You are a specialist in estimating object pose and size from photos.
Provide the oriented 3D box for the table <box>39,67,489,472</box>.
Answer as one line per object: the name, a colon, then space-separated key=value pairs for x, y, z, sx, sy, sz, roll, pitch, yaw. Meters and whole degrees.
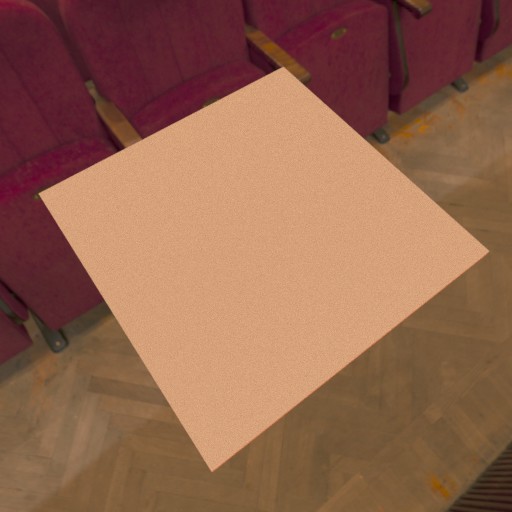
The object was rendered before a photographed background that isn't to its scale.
table: x=0.000 y=0.000 z=1.059 sx=0.670 sy=0.305 sz=0.670 roll=-33 pitch=67 yaw=-16
